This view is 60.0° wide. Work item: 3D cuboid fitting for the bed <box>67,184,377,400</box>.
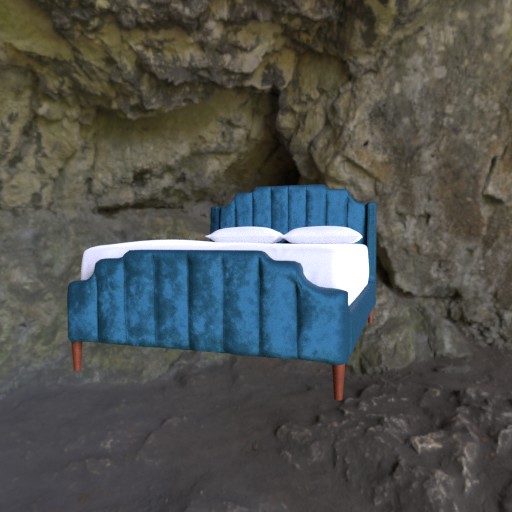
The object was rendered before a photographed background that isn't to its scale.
[{"bbox_3d":[0.000,0.000,3.438,1.678,1.338,2.322,1,2,18],"label":"bed"}]
